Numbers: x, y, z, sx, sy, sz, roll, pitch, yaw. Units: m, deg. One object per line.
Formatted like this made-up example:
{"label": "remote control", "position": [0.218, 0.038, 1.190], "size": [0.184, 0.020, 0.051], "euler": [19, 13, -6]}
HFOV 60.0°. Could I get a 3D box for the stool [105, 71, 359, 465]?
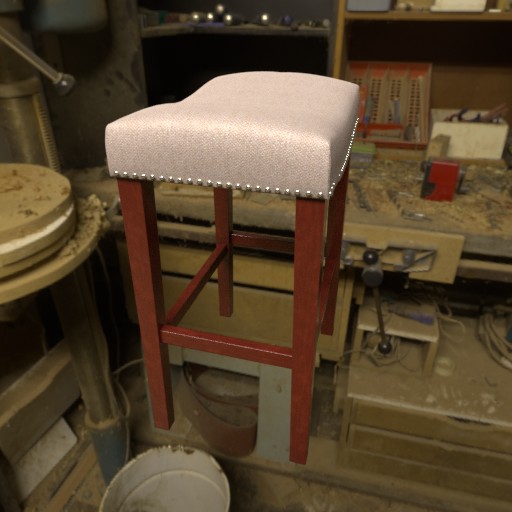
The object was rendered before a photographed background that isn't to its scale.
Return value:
{"label": "stool", "position": [0.000, 0.000, 1.029], "size": [0.372, 0.742, 0.504], "euler": [8, 31, 14]}
